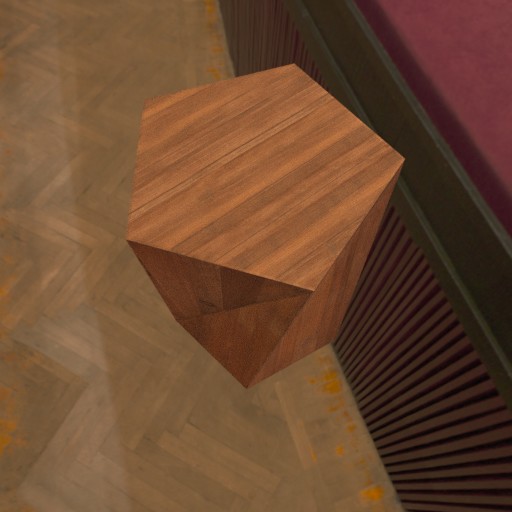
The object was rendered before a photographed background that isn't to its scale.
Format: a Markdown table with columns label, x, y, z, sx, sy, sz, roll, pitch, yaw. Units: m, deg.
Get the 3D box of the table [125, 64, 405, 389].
| label | x | y | z | sx | sy | sz | roll | pitch | yaw |
| --- | --- | --- | --- | --- | --- | --- | --- | --- | --- |
| table | 0.000 | 0.000 | 0.922 | 0.425 | 0.604 | 0.441 | -15 | 63 | -8 |
